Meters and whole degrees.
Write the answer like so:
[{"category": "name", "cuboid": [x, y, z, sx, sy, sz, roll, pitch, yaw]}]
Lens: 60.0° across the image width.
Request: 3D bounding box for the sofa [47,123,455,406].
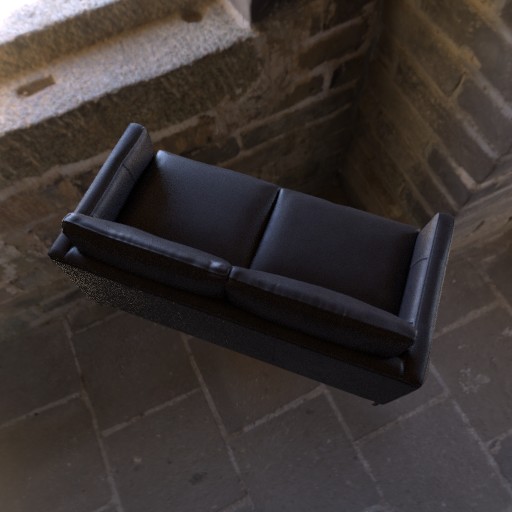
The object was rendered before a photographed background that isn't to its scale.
[{"category": "sofa", "cuboid": [0.000, 0.000, 2.312, 1.805, 0.883, 0.947, 16, 65, 8]}]
